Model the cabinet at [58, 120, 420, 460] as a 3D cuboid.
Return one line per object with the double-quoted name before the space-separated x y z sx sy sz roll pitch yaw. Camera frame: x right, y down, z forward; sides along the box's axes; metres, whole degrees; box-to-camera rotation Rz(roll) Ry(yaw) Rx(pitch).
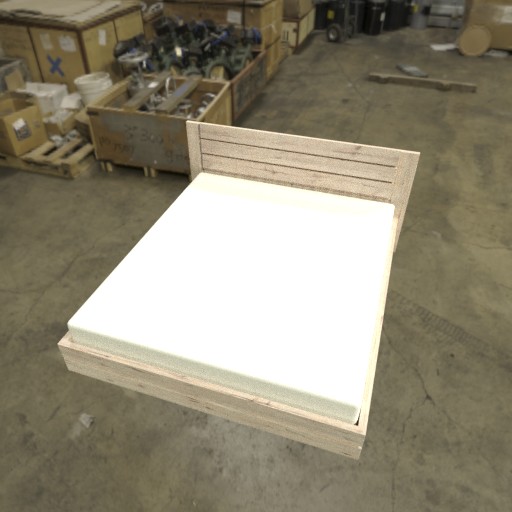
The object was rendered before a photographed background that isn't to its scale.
"cabinet" 0.000 0.000 3.157 1.950 0.970 2.080 12 41 14
